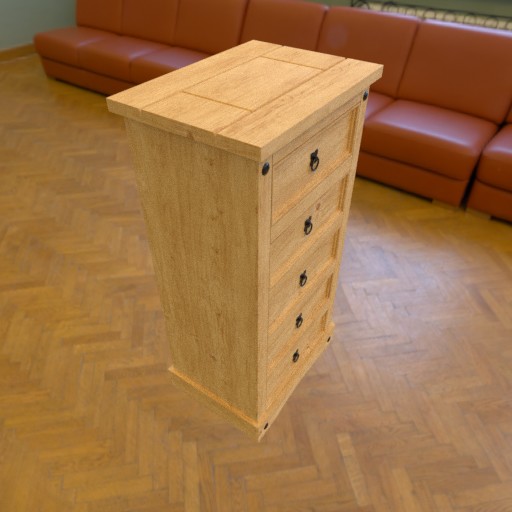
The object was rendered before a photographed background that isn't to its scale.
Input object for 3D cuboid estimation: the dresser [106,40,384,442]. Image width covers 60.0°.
[{"bbox_3d":[0.000,0.000,1.338,0.390,1.041,0.531,24,46,26],"label":"dresser"}]
